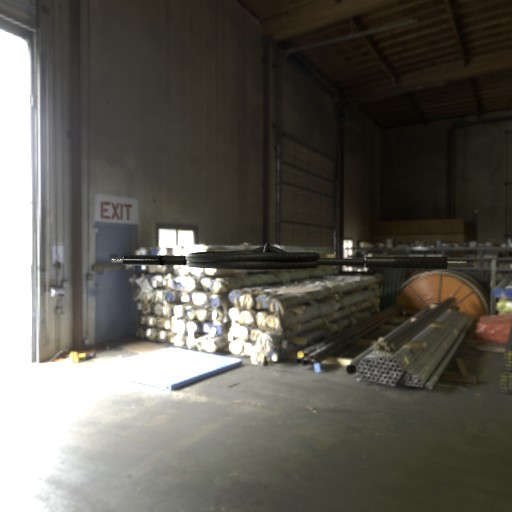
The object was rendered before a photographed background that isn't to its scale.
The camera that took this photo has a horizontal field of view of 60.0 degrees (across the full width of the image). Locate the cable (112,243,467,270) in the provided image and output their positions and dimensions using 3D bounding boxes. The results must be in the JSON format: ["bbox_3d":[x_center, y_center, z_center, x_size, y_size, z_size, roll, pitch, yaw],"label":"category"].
[{"bbox_3d":[0.000,0.000,0.227,0.203,0.014,0.070,0,1,17],"label":"cable"}]
